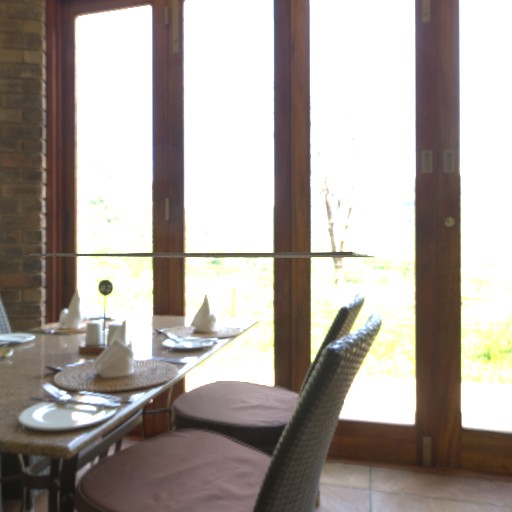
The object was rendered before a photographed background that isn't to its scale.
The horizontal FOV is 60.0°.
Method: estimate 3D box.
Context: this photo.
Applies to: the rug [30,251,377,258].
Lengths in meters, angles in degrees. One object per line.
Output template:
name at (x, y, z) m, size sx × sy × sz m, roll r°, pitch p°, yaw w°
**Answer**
rug at (0.000, 0.000, 3.087) m, size 1.545 × 0.016 × 2.460 m, roll 0°, pitch 0°, yaw 17°
